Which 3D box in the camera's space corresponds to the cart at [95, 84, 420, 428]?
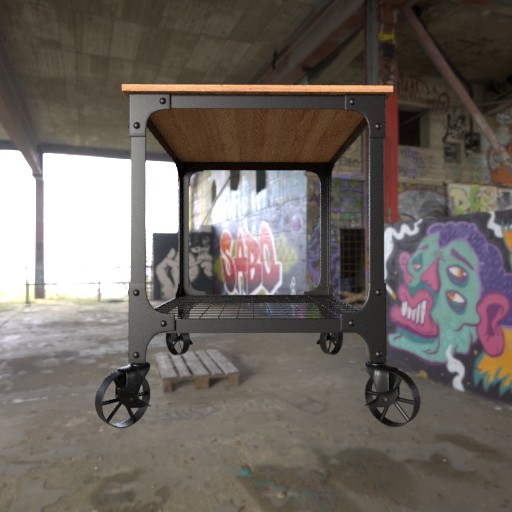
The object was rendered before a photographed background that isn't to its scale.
[{"bbox_3d":[0.000,0.000,1.078,0.558,0.603,0.666,0,0,-1],"label":"cart"}]
